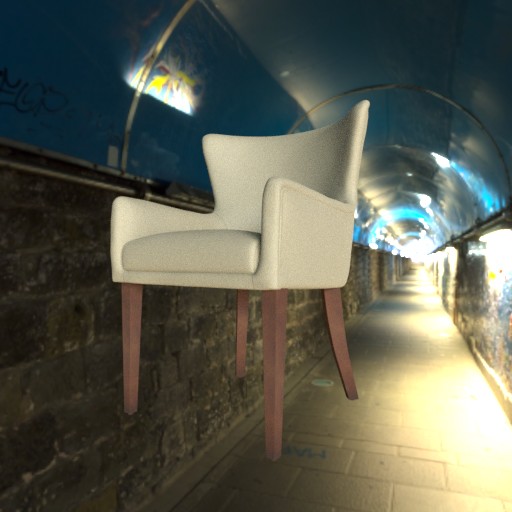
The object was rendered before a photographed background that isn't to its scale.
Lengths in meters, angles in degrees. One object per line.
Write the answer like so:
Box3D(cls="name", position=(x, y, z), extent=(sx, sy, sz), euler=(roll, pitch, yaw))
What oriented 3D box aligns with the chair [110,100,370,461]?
Box3D(cls="chair", position=(0.000, 0.000, 1.421), extent=(0.660, 0.952, 0.686), euler=(0, 0, 36))
